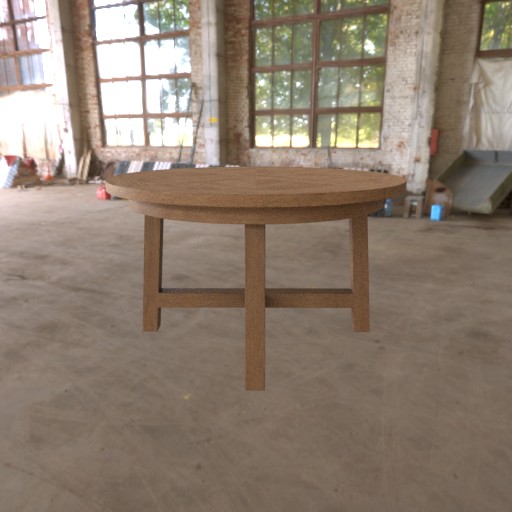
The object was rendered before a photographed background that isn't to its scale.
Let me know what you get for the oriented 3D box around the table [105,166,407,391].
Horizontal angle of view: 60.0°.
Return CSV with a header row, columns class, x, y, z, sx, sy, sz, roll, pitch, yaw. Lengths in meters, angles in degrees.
class,x,y,z,sx,sy,sz,roll,pitch,yaw
table,0.000,0.000,2.140,1.319,0.762,1.319,0,15,0
